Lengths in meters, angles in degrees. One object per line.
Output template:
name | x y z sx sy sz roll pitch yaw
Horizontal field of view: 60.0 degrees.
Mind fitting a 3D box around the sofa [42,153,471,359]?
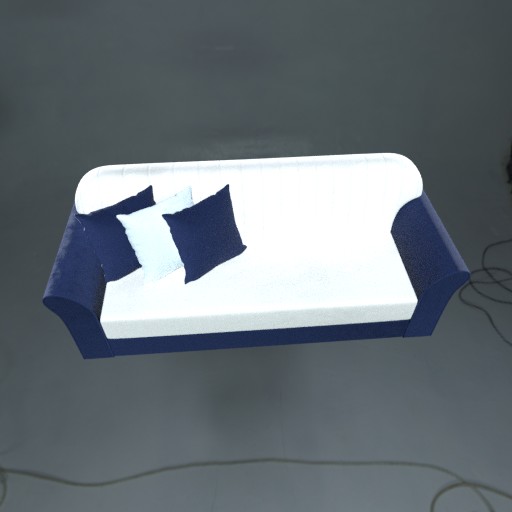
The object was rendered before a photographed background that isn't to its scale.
sofa | 0.000 0.000 2.433 2.006 0.789 0.749 -3 46 -3
